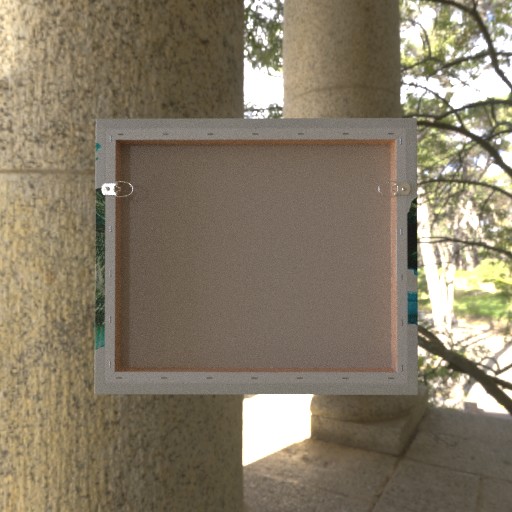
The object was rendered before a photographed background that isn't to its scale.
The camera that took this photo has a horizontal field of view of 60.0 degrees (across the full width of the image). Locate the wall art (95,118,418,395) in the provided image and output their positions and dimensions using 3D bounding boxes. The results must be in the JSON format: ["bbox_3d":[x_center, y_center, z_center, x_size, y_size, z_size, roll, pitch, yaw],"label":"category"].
[{"bbox_3d":[0.000,0.000,0.714,0.507,0.435,0.041,0,-1,0],"label":"wall art"}]
